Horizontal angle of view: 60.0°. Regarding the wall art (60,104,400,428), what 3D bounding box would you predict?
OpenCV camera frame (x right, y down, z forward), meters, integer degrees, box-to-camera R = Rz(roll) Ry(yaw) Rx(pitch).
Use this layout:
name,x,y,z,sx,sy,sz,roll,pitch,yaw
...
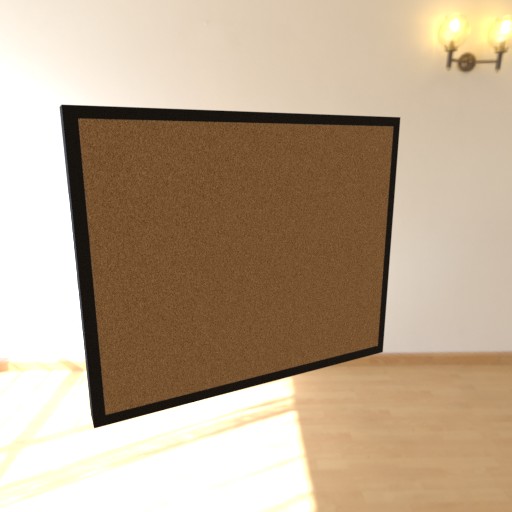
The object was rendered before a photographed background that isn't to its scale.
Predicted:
name,x,y,z,sx,sy,sz,roll,pitch,yaw
wall art,0.000,0.000,0.527,0.397,0.325,0.028,-7,16,-26
